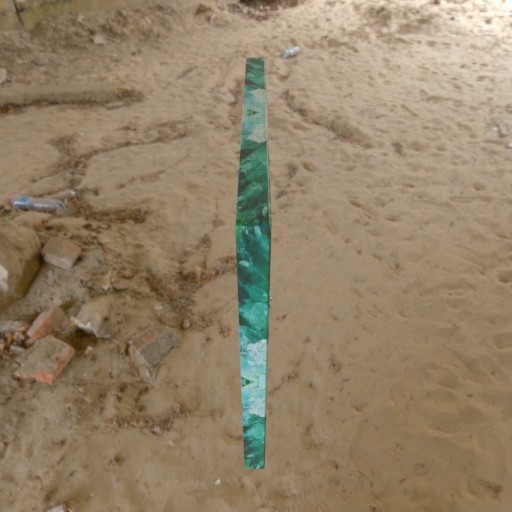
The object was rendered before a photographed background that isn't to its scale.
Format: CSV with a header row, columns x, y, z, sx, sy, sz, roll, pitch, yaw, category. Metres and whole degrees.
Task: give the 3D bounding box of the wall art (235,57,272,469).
x,y,z,sx,sy,sz,roll,pitch,yaw,category
0.000,0.000,0.768,0.038,0.508,0.507,0,41,0,wall art
